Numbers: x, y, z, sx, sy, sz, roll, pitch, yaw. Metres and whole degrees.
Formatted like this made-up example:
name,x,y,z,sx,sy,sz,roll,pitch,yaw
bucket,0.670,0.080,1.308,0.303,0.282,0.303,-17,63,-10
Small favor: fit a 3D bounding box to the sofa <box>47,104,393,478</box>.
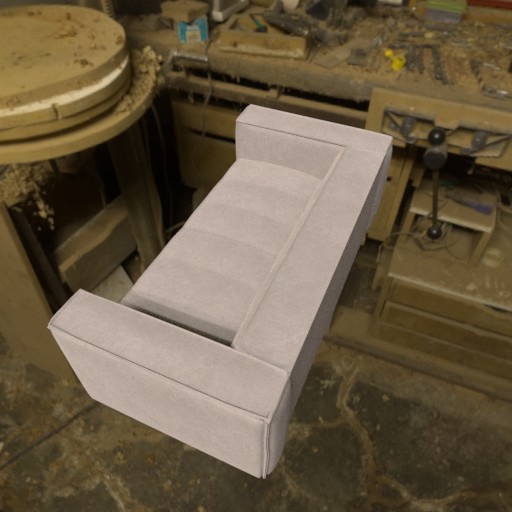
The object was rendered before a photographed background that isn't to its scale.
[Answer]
name,x,y,z,sx,sy,sz,roll,pitch,yaw
sofa,0.000,0.000,2.480,1.038,0.680,1.995,18,49,16
